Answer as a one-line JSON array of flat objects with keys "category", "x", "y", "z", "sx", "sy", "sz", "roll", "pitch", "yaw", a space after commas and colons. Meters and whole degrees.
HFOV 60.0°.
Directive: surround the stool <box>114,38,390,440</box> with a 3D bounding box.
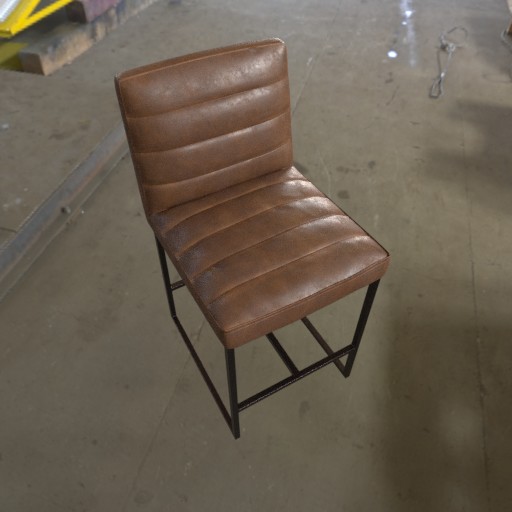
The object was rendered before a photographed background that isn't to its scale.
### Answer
[{"category": "stool", "x": 0.000, "y": 0.000, "z": 1.243, "sx": 0.463, "sy": 0.942, "sz": 0.562, "roll": -22, "pitch": 51, "yaw": -19}]
